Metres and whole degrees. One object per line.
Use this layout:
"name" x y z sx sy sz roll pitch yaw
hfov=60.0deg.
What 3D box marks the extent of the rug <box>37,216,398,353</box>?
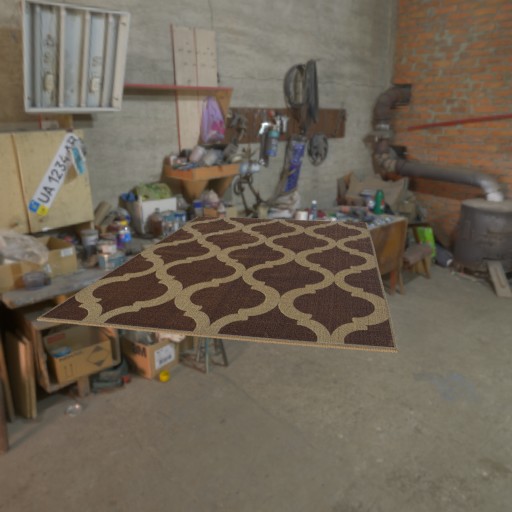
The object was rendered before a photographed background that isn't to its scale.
"rug" 0.000 0.000 2.863 1.526 0.014 2.290 3 17 10
